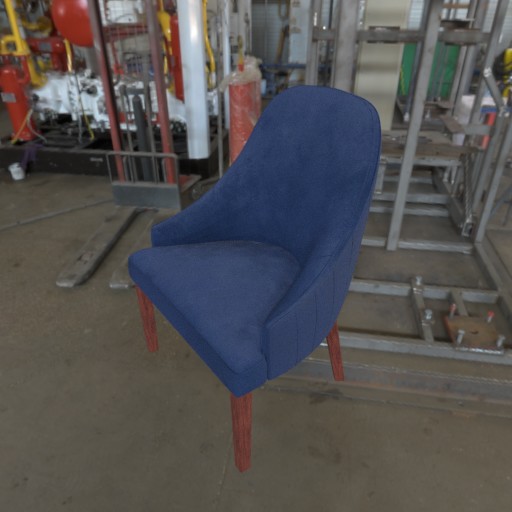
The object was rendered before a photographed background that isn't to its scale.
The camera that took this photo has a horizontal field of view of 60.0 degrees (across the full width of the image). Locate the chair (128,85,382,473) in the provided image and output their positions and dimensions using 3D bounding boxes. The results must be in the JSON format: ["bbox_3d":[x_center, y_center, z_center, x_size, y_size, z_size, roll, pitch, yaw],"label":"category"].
[{"bbox_3d":[0.000,0.000,1.312,0.575,0.889,0.643,-21,37,-30],"label":"chair"}]
